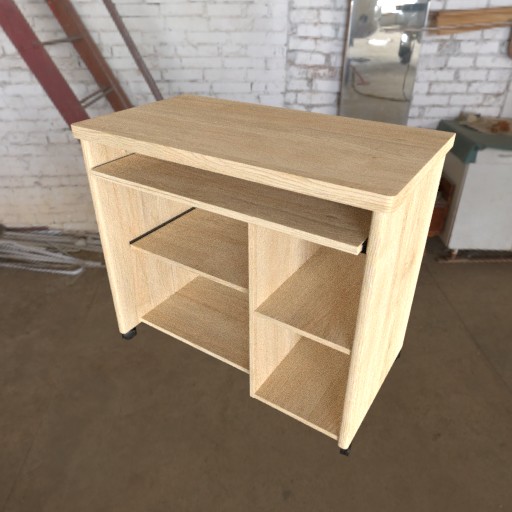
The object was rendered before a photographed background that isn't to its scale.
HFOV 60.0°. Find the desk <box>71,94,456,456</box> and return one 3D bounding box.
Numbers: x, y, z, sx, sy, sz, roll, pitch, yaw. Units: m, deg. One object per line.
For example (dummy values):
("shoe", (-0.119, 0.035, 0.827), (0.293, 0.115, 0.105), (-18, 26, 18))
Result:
("desk", (0.000, 0.000, 1.346), (0.885, 0.770, 0.480), (19, 36, 28))
